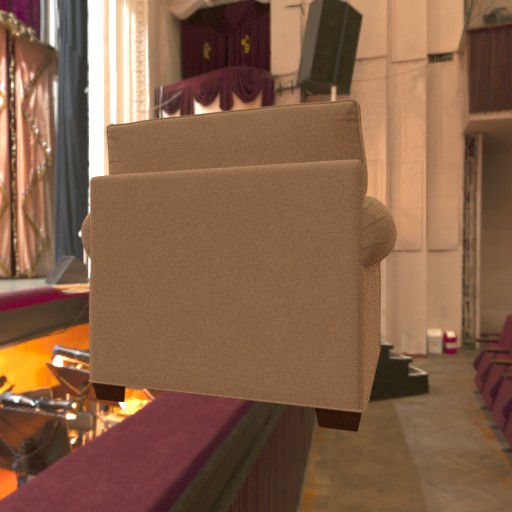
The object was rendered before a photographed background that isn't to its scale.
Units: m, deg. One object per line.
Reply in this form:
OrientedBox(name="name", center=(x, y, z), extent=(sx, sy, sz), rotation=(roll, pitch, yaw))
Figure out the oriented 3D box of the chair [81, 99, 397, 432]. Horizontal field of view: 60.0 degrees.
OrientedBox(name="chair", center=(0.000, 0.000, 1.727), extent=(1.040, 0.955, 0.863), rotation=(0, 1, 18))
